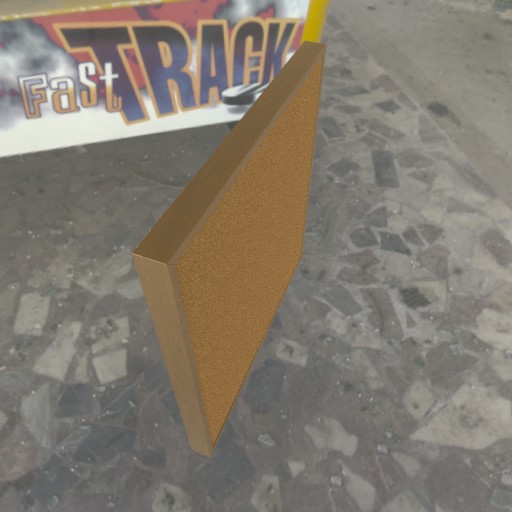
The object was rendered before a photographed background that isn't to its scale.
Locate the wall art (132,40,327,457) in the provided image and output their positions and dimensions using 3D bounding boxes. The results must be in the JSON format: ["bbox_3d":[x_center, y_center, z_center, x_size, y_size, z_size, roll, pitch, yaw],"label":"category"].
[{"bbox_3d":[0.000,0.000,0.740,0.037,0.505,0.505,17,50,15],"label":"wall art"}]
